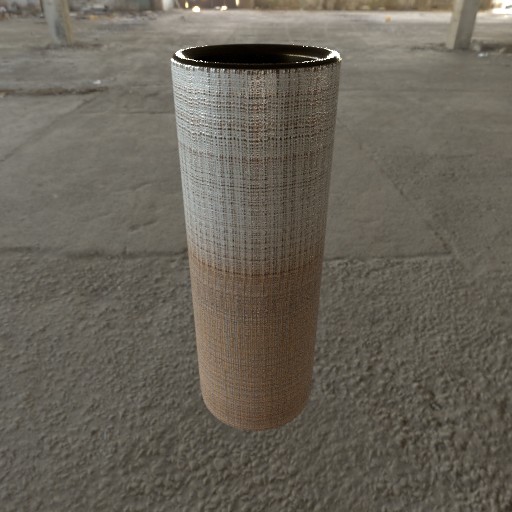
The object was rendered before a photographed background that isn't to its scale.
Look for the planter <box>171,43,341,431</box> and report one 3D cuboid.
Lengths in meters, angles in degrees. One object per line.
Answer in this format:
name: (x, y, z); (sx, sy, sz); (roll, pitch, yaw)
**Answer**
planter: (0.000, 0.000, 0.330); (0.099, 0.278, 0.099); (-1, 31, -1)
